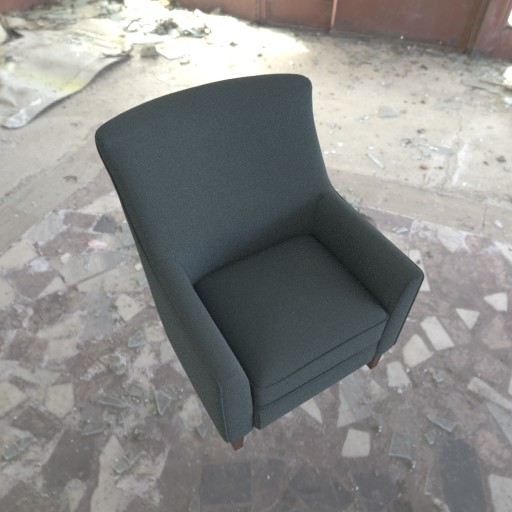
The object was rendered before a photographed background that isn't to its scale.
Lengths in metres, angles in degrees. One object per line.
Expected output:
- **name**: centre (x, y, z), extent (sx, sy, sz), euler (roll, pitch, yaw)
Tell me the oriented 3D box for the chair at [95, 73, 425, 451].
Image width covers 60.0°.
- **chair**: centre (0.000, 0.000, 1.573), extent (0.756, 0.916, 0.879), euler (-24, 52, -20)
